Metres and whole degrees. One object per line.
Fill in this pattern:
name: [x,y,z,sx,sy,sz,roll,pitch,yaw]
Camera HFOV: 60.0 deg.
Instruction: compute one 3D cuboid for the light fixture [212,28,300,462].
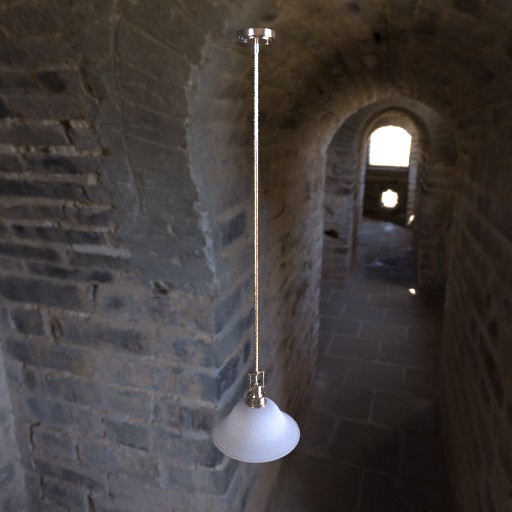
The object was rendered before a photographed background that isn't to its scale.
light fixture: [0.000,0.000,1.472,0.324,1.354,0.324,-8,17,-27]
